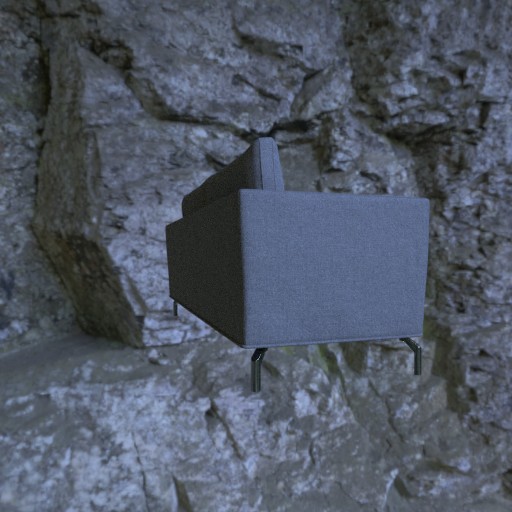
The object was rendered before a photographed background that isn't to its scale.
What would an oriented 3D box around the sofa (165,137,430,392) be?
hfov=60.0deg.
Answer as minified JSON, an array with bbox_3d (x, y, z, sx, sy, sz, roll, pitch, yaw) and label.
[{"bbox_3d":[0.000,0.000,2.775,0.869,1.002,2.212,0,0,-18],"label":"sofa"}]
